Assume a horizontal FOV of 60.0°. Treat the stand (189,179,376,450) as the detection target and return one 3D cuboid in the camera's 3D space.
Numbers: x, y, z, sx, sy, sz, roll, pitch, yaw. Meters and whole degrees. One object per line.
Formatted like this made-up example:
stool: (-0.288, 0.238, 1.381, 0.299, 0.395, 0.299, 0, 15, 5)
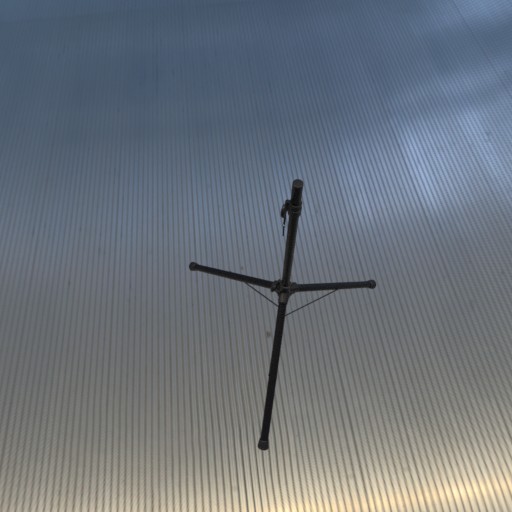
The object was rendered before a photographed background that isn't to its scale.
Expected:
stand: (0.000, 0.000, 1.845, 0.907, 1.136, 1.045, 34, 65, 18)
